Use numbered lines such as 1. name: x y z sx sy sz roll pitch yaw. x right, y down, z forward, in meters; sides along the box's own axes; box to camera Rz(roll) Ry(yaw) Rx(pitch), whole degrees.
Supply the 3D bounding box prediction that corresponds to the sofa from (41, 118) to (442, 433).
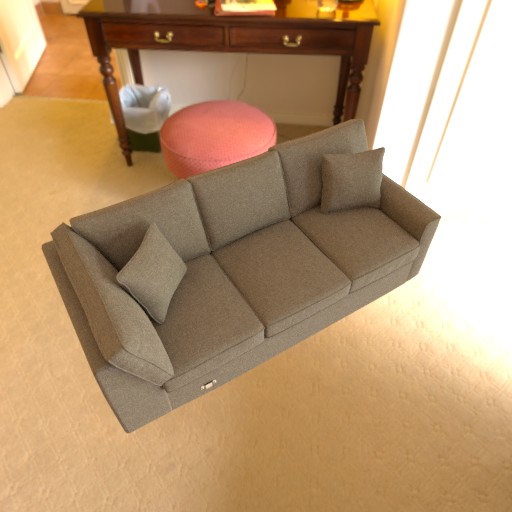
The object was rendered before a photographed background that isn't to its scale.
1. sofa: 0.000 0.000 2.888 2.317 0.962 1.061 -24 51 -21
